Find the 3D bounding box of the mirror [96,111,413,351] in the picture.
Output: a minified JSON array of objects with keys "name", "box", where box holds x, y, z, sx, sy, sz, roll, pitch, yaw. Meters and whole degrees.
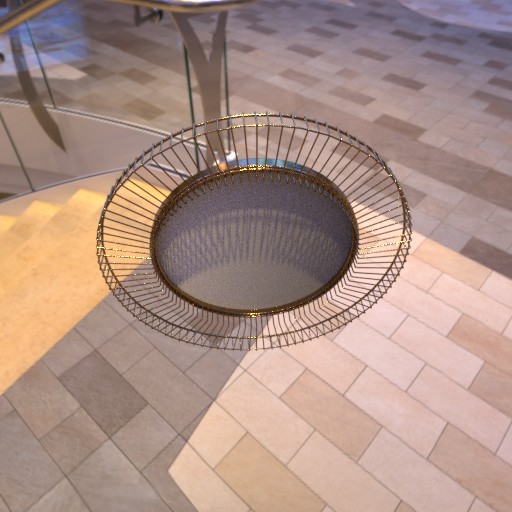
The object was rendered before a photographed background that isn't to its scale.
[{"name":"mirror","box":[0.000,0.000,1.033,0.703,0.703,0.067,-3,45,-3]}]
